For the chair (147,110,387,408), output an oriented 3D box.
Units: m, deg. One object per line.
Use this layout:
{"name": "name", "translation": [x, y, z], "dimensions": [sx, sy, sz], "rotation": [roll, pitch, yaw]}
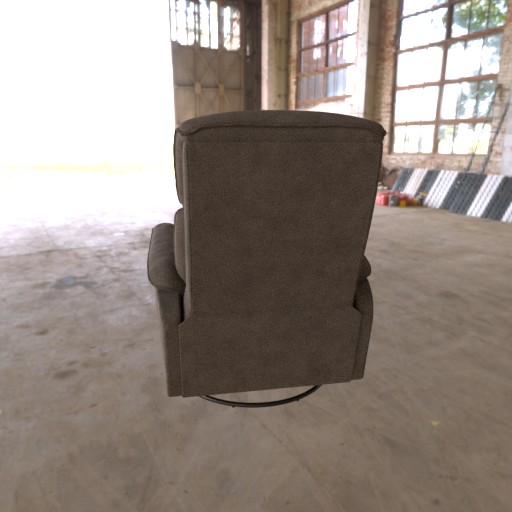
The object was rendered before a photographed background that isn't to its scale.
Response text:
{"name": "chair", "translation": [0.000, 0.000, 1.743], "dimensions": [0.830, 1.036, 1.009], "rotation": [-2, 15, -10]}
